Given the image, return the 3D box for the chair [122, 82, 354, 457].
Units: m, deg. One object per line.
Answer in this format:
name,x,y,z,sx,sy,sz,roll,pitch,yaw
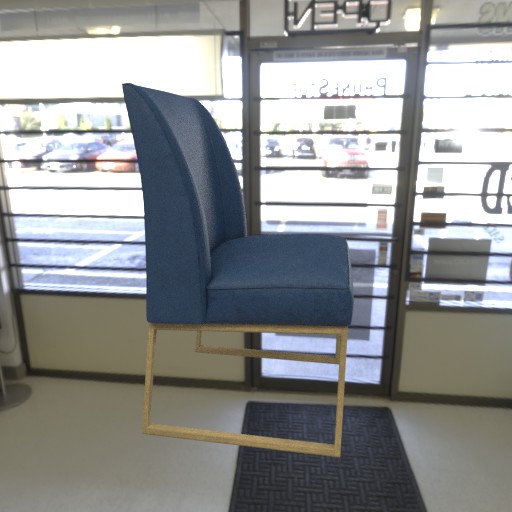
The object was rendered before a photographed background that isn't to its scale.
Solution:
chair,0.000,0.000,1.226,0.522,0.863,0.508,3,16,10
